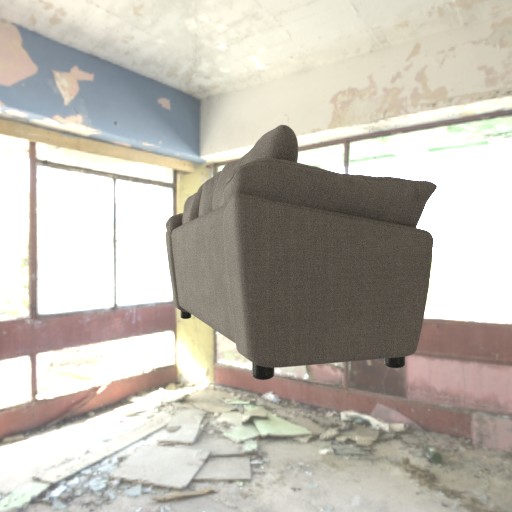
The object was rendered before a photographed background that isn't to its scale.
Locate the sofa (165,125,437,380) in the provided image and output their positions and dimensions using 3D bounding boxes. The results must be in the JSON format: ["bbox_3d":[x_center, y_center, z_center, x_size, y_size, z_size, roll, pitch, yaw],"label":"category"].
[{"bbox_3d":[0.000,0.000,2.778,0.878,0.996,2.334,0,-1,-18],"label":"sofa"}]
